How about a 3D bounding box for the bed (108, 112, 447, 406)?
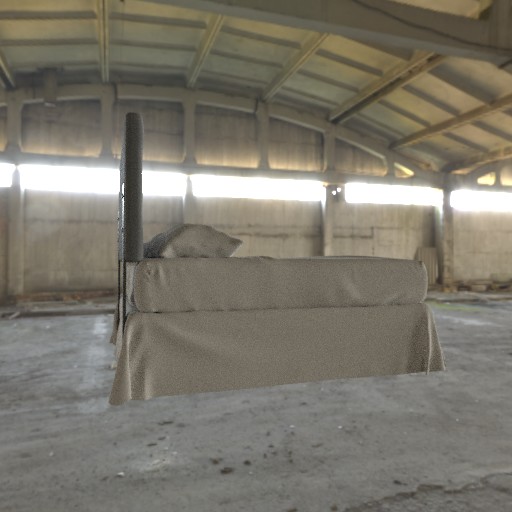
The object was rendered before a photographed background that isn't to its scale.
[{"bbox_3d":[0.000,0.000,3.529,2.222,1.577,1.936,0,-1,-18],"label":"bed"}]
